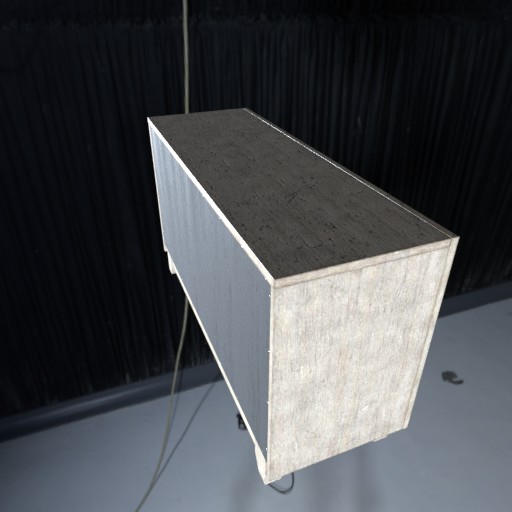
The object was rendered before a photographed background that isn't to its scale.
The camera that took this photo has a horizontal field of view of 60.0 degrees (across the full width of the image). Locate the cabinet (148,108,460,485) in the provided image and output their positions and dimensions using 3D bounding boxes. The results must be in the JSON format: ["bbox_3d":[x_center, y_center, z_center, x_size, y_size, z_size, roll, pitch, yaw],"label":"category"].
[{"bbox_3d":[0.000,0.000,1.812,0.511,0.825,1.460,-12,33,-19],"label":"cabinet"}]
